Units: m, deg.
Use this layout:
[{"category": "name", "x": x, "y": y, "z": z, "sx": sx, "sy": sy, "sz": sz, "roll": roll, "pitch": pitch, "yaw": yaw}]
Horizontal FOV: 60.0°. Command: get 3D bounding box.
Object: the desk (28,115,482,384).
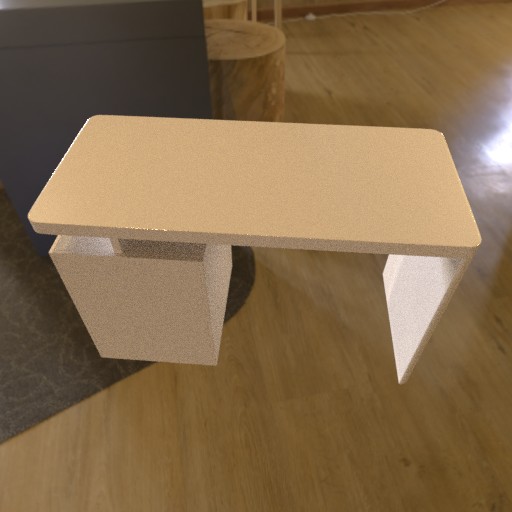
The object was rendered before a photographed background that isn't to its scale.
[{"category": "desk", "x": 0.000, "y": 0.000, "z": 1.609, "sx": 1.200, "sy": 0.760, "sz": 0.550, "roll": 3, "pitch": 48, "yaw": 3}]
